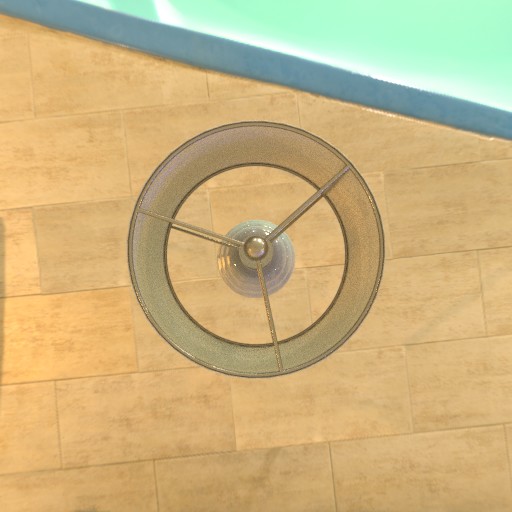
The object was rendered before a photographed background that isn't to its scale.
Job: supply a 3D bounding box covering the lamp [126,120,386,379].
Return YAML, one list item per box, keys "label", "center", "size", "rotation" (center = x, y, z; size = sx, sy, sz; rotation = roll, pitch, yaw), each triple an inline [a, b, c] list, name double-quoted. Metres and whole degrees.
- label: "lamp"
  center: [0.000, 0.000, 0.963]
  size: [0.367, 0.730, 0.367]
  rotation: [0, 88, 0]
